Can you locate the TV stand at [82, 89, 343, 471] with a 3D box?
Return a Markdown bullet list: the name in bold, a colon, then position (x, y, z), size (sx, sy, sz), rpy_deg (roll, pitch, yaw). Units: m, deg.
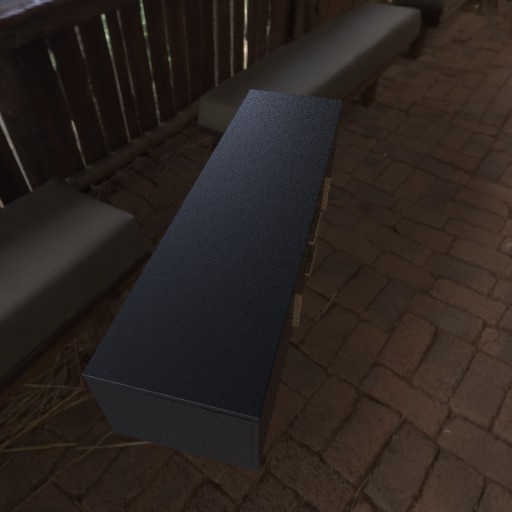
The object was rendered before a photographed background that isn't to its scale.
- **TV stand**: position (0.000, 0.000, 1.496), size (0.390, 0.518, 1.312), rpy_deg (11, 47, 10)
